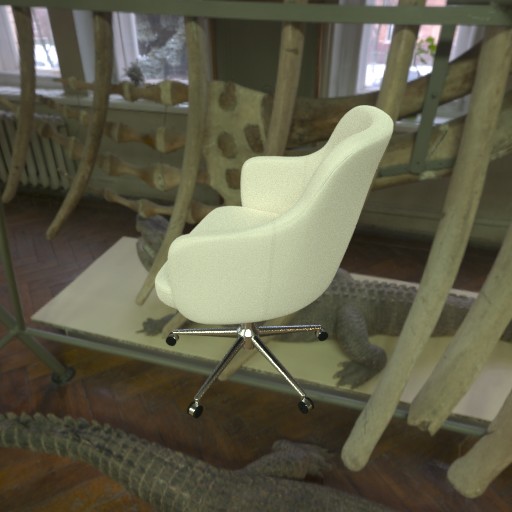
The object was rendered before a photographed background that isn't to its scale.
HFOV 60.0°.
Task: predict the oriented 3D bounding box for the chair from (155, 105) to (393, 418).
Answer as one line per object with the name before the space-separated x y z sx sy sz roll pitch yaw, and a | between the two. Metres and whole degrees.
chair | 0.000 0.000 1.286 0.647 0.819 0.602 8 32 14
